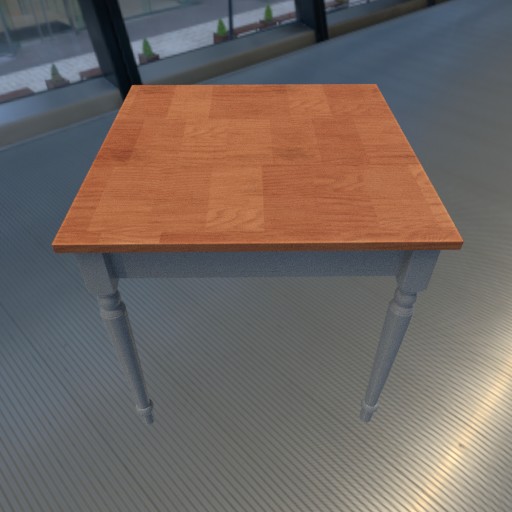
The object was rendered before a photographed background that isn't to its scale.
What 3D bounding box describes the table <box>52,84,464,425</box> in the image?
[{"bbox_3d":[0.000,0.000,1.325,0.747,0.738,0.747,0,42,-1],"label":"table"}]
